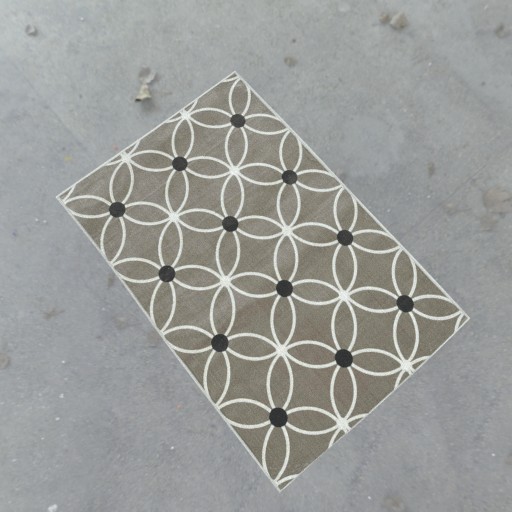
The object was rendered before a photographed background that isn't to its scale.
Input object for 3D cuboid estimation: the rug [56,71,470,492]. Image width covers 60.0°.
[{"bbox_3d":[0.000,0.000,2.796,1.522,0.008,2.284,-39,78,-9],"label":"rug"}]
